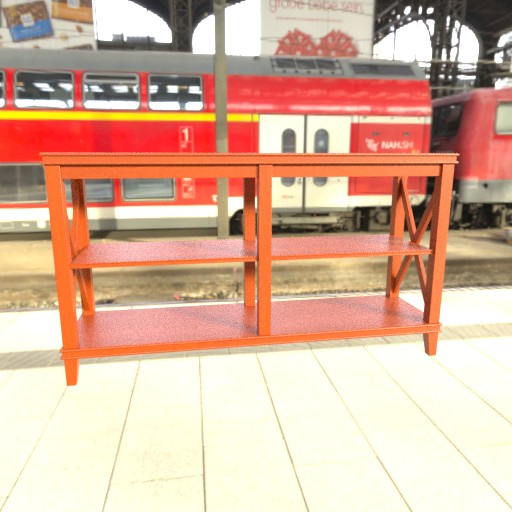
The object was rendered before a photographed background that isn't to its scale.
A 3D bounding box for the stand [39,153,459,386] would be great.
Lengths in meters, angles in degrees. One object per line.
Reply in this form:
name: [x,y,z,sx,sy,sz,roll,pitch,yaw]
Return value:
stand: [0.000,0.000,1.692,1.372,0.762,0.381,-2,13,-10]
